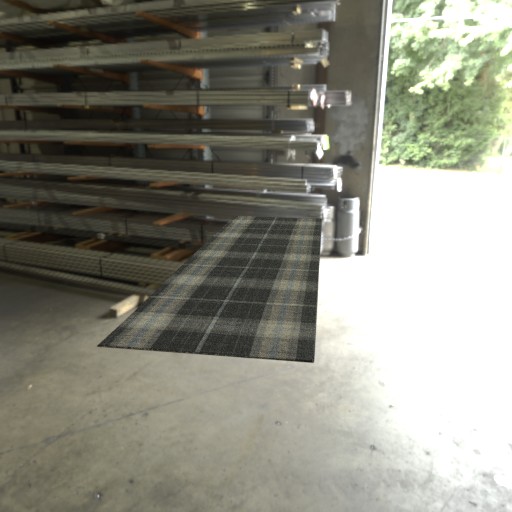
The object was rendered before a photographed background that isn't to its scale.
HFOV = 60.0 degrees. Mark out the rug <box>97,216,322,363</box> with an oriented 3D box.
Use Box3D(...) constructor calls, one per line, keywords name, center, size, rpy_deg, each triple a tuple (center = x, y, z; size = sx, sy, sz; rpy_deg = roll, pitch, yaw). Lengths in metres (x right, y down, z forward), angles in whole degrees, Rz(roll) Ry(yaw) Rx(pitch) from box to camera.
Box3D(name="rug", center=(0.000, 0.000, 2.652), size=(0.760, 0.012, 2.434), rpy_deg=(2, 16, 8))
